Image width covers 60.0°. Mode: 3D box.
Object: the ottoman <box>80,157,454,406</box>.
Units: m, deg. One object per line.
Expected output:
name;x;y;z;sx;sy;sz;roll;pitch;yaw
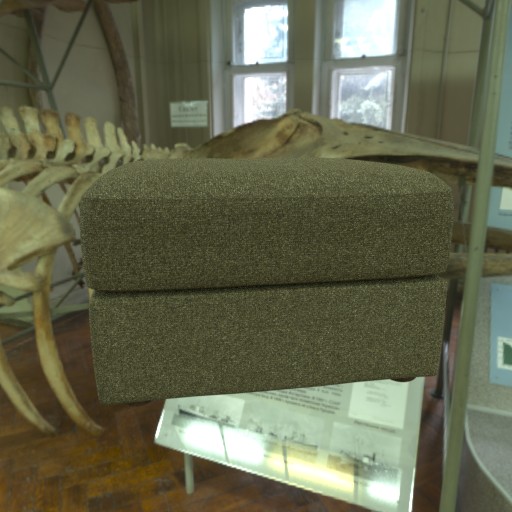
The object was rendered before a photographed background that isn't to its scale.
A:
ottoman;0.000;0.000;1.120;0.742;0.476;0.598;-2;15;-9
